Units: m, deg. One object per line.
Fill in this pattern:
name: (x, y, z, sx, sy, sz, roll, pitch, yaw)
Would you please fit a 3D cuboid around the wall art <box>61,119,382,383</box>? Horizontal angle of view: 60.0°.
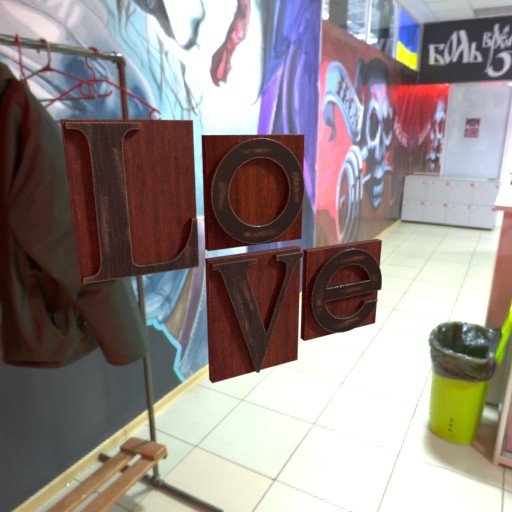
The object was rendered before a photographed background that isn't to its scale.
wall art: (0.000, 0.000, 0.851, 0.635, 0.497, 0.030, -8, 18, -26)
